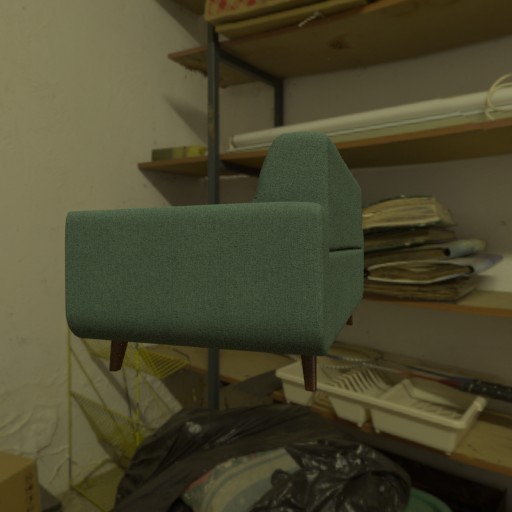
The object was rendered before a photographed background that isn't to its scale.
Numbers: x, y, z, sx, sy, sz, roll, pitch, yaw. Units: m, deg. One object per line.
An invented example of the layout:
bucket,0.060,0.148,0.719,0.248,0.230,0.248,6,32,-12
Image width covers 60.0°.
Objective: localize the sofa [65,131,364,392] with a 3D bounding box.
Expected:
sofa,0.000,0.000,2.148,0.909,0.841,1.631,0,1,18
